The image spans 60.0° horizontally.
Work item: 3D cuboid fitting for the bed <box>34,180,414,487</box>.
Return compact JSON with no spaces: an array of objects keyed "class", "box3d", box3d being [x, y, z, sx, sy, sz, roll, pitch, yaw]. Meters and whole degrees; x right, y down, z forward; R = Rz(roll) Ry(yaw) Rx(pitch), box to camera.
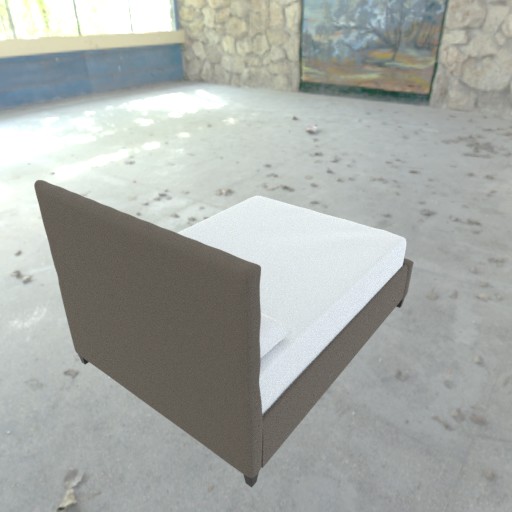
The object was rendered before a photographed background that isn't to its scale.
[{"class":"bed","box3d":[0.000,0.000,3.299,1.696,1.426,2.233,21,35,32]}]
